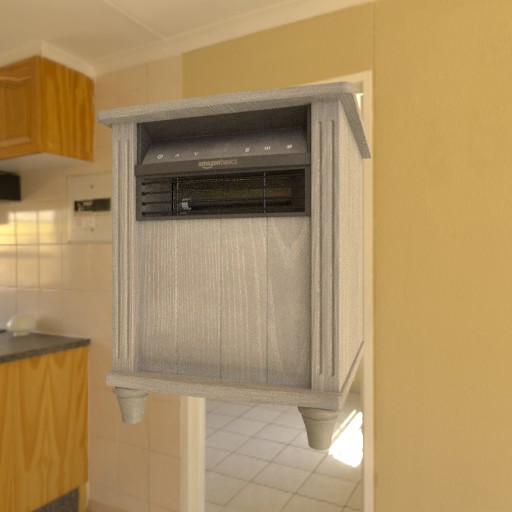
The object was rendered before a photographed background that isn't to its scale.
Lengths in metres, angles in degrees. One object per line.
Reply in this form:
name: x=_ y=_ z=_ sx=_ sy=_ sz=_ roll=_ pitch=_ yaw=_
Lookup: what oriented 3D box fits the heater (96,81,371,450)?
heater: x=0.000 y=0.000 z=0.757 sx=0.362 sy=0.481 sz=0.400 roll=0 pitch=0 yaw=18
